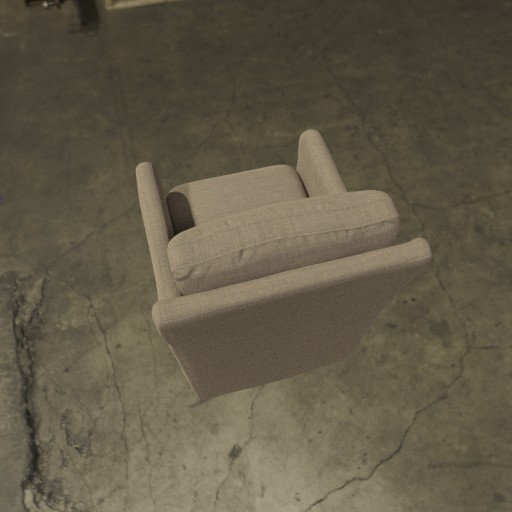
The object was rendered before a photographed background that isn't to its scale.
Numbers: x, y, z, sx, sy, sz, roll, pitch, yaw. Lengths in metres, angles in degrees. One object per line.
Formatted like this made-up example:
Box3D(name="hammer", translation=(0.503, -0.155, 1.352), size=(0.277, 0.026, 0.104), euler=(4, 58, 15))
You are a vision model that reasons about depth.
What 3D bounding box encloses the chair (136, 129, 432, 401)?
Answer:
Box3D(name="chair", translation=(0.000, 0.000, 1.385), size=(0.626, 0.914, 0.694), euler=(-13, 59, -8))
